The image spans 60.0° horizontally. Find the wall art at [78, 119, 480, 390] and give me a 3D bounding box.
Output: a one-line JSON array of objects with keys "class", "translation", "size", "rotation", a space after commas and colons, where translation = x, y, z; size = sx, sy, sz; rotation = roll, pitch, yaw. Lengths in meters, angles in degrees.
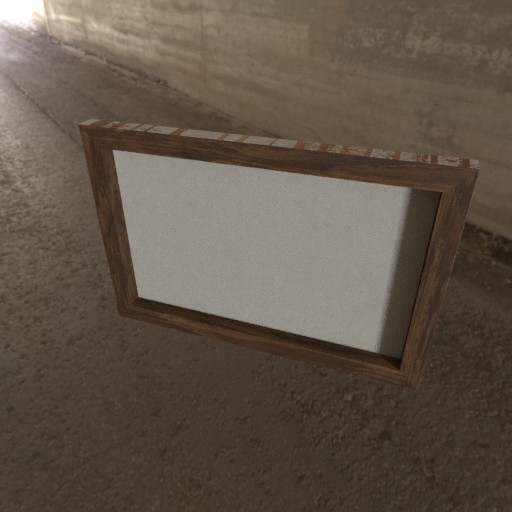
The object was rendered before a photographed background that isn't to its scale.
[{"class": "wall art", "translation": [0.000, 0.000, 0.764], "size": [0.609, 0.405, 0.035], "rotation": [11, 34, 16]}]
